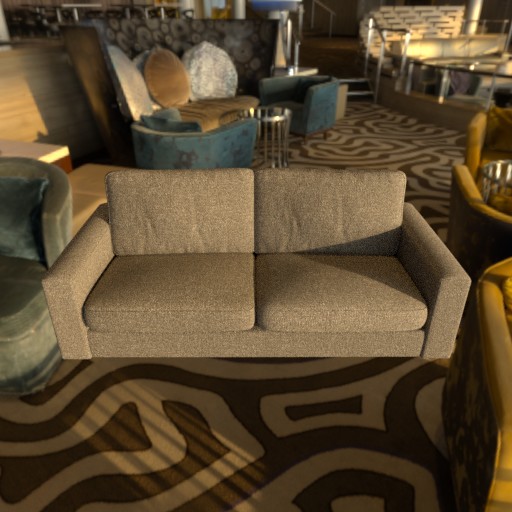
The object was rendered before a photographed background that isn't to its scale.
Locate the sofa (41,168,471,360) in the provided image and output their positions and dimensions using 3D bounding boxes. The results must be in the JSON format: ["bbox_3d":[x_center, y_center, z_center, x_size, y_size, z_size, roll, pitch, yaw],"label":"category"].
[{"bbox_3d":[0.000,0.000,2.684,2.179,0.873,1.016,0,29,0],"label":"sofa"}]
